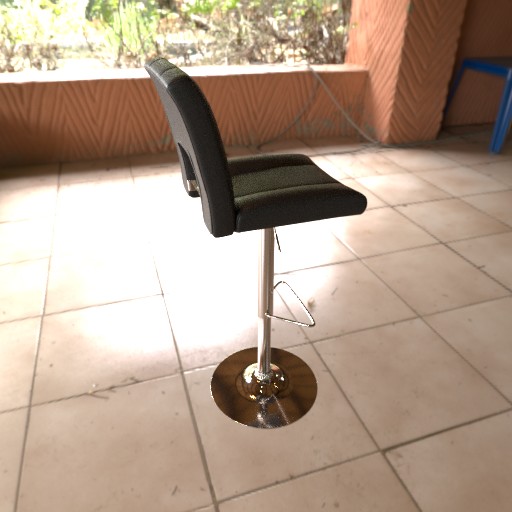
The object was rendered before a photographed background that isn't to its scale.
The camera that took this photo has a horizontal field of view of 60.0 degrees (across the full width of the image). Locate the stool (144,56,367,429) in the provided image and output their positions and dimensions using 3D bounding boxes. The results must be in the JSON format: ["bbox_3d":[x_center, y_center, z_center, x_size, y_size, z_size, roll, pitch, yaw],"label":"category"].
[{"bbox_3d":[0.000,0.000,1.405,0.520,1.151,0.415,-10,32,-17],"label":"stool"}]
